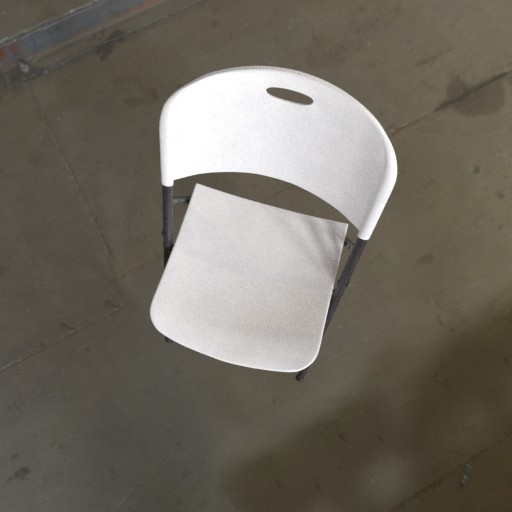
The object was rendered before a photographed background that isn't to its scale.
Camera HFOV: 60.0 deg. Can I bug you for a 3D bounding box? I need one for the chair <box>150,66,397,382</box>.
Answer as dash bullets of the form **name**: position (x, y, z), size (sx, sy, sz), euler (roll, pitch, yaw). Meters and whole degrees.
- **chair**: position (0.000, 0.000, 1.174), size (0.494, 0.810, 0.566), euler (16, 77, 4)
